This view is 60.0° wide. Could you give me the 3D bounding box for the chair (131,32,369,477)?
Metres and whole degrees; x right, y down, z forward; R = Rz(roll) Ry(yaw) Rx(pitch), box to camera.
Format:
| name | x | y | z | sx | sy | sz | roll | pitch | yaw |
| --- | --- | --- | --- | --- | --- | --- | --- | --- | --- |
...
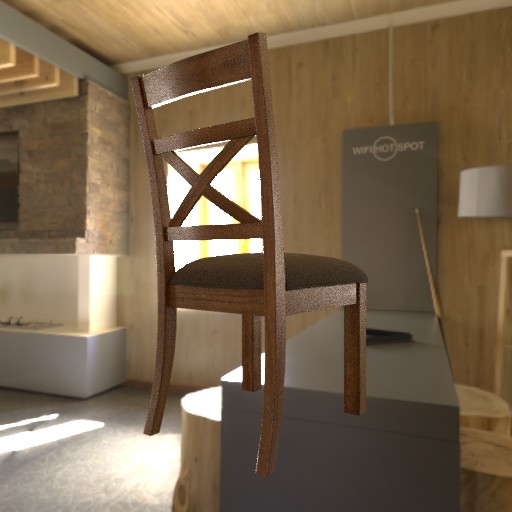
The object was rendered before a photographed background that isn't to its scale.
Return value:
| name | x | y | z | sx | sy | sz | roll | pitch | yaw |
| --- | --- | --- | --- | --- | --- | --- | --- | --- | --- |
| chair | 0.000 | 0.000 | 1.262 | 0.470 | 0.949 | 0.581 | 0 | 0 | 36 |
